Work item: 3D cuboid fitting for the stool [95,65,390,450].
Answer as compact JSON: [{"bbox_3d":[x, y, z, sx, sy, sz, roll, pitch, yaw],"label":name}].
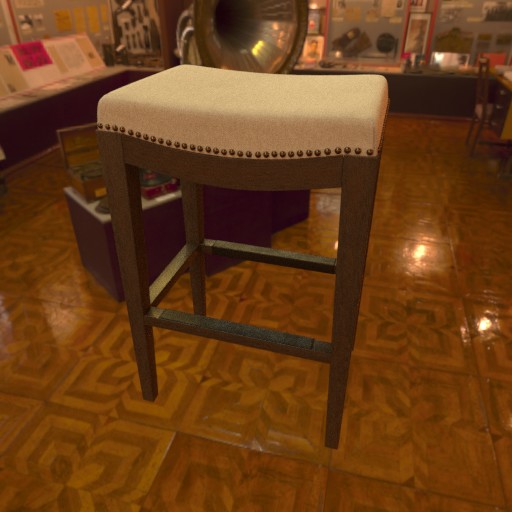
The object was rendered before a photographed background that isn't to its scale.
[{"bbox_3d":[0.000,0.000,1.021,0.498,0.759,0.358,9,33,14],"label":"stool"}]
